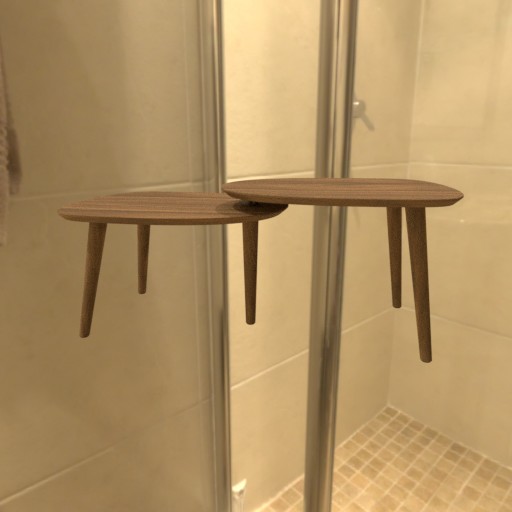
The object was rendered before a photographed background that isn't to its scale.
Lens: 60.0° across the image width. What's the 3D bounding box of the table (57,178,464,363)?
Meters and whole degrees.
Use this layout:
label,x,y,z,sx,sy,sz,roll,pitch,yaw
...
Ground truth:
label,x,y,z,sx,sy,sz,roll,pitch,yaw
table,0.000,0.000,1.342,1.084,0.429,0.527,2,15,9
